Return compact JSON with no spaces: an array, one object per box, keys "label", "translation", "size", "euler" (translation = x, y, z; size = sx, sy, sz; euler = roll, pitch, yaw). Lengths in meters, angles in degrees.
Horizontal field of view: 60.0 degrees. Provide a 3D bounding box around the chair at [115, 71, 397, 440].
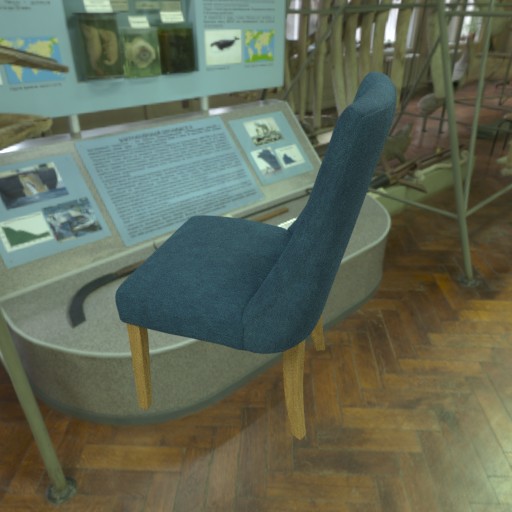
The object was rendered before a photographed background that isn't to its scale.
[{"label":"chair","translation":[0.000,0.000,1.202],"size":[0.609,0.902,0.495],"euler":[9,31,15]}]
